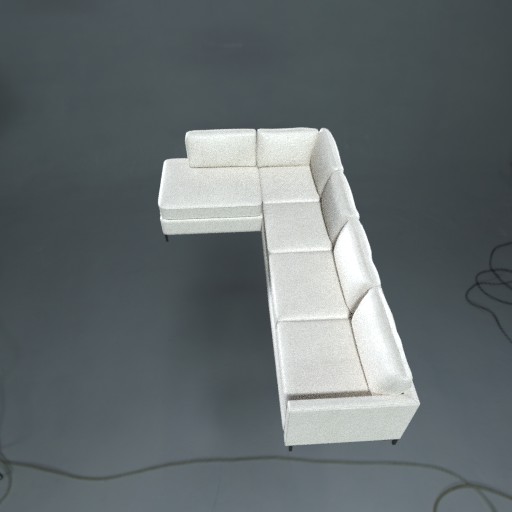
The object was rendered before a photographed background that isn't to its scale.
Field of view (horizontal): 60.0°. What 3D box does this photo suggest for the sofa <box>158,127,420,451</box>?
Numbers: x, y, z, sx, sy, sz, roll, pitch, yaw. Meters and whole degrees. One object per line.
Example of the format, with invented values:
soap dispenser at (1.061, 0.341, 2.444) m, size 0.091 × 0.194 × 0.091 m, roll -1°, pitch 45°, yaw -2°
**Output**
sofa at (0.000, 0.000, 4.320) m, size 2.048 × 0.996 × 3.384 m, roll -2°, pitch 46°, yaw -2°
